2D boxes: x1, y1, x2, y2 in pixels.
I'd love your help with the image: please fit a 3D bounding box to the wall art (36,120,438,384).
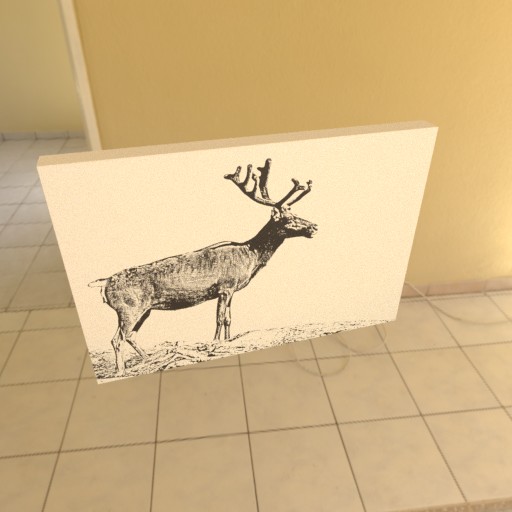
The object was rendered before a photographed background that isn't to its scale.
[{"bbox_3d":[0.000,0.000,0.778,0.608,0.414,0.042,-9,34,-14],"label":"wall art"}]
